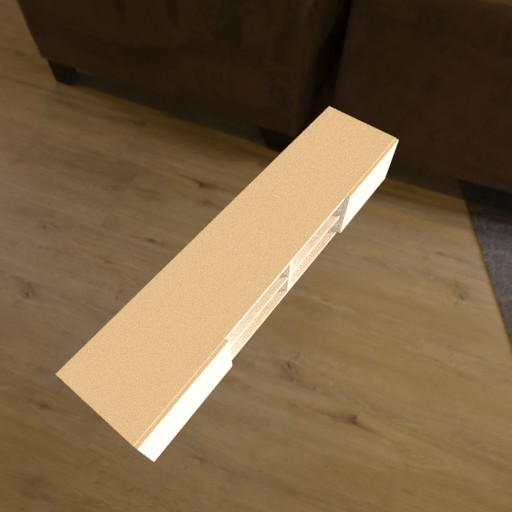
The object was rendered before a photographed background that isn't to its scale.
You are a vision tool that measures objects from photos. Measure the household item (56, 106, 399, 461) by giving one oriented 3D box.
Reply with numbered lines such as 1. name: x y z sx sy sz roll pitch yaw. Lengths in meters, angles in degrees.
1. household item: 0.000 0.000 2.067 0.420 0.310 1.850 33 63 19
